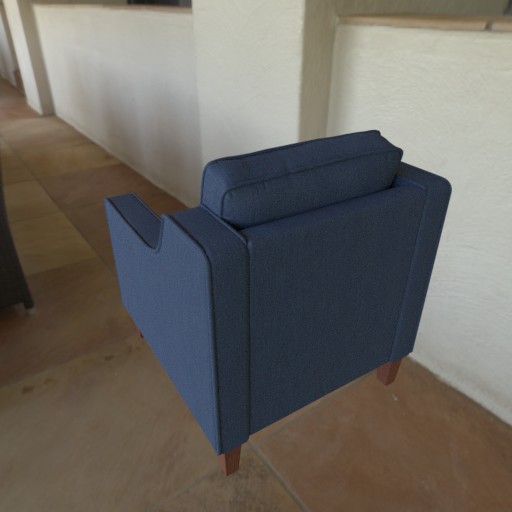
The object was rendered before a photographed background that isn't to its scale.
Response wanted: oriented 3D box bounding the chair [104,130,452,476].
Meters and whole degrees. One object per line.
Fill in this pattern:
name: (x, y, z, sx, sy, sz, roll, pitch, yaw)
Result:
chair: (0.000, 0.000, 1.634, 0.831, 0.960, 0.909, -17, 34, -28)
